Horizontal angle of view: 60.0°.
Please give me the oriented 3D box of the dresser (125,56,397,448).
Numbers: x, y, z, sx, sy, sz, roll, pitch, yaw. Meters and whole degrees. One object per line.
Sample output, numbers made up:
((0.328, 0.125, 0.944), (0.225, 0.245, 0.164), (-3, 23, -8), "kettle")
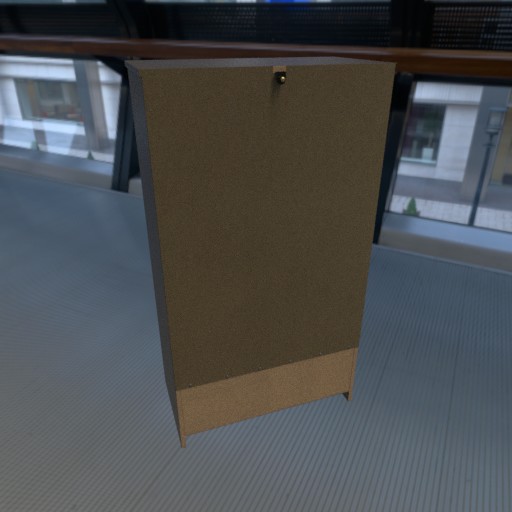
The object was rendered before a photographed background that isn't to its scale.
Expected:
((0.000, 0.000, 1.560), (0.704, 1.254, 0.418), (-9, 28, -17), "dresser")
